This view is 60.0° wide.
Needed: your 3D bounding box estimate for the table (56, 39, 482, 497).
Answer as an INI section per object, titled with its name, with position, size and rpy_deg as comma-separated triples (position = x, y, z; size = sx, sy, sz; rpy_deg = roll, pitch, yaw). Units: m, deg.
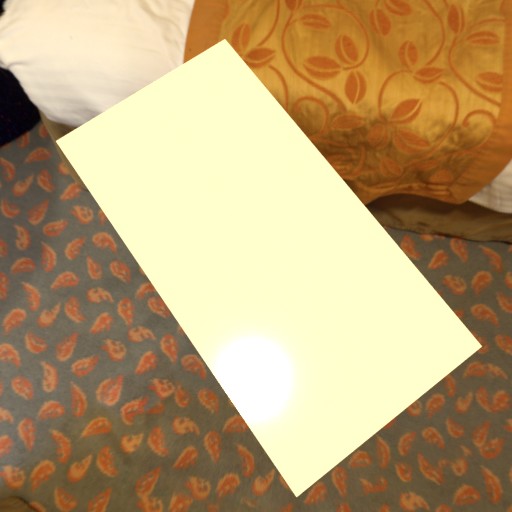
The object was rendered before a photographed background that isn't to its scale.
[table]
position = 0.000, 0.000, 1.644
size = 0.700, 0.470, 1.350
rpy_deg = -35, 78, -8
